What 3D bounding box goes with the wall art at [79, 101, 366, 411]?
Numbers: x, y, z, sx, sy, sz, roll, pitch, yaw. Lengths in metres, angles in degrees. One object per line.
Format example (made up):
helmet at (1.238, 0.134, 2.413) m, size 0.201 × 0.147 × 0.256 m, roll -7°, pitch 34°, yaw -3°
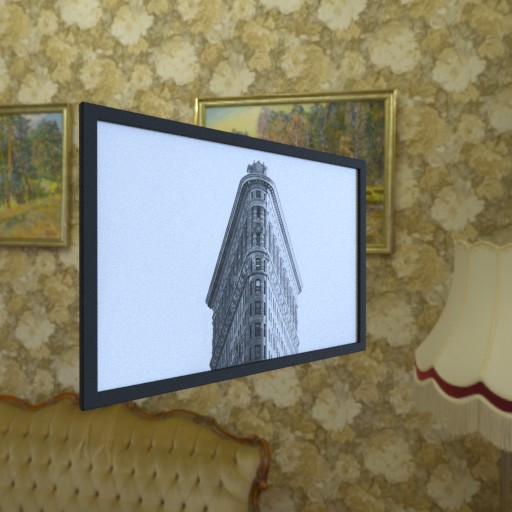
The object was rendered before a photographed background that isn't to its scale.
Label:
wall art at (0.000, 0.000, 1.253) m, size 0.964 × 0.659 × 0.049 m, roll 0°, pitch 0°, yaw -37°
